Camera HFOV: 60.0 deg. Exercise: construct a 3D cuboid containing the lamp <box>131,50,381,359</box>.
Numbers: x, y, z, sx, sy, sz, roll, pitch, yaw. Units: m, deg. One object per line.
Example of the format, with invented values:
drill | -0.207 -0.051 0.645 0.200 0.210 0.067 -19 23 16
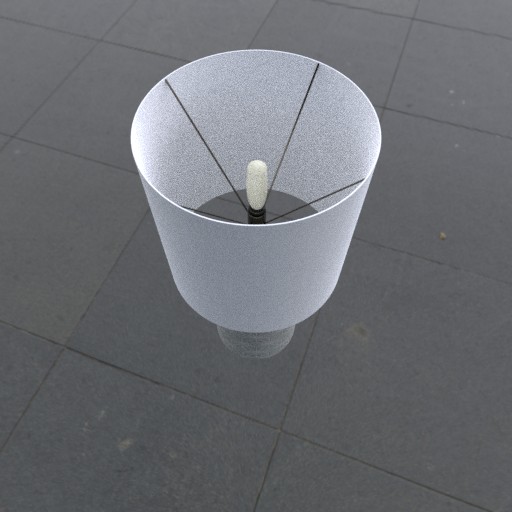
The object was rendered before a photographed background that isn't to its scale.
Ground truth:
lamp | 0.000 0.000 0.545 0.206 0.416 0.206 31 63 18
